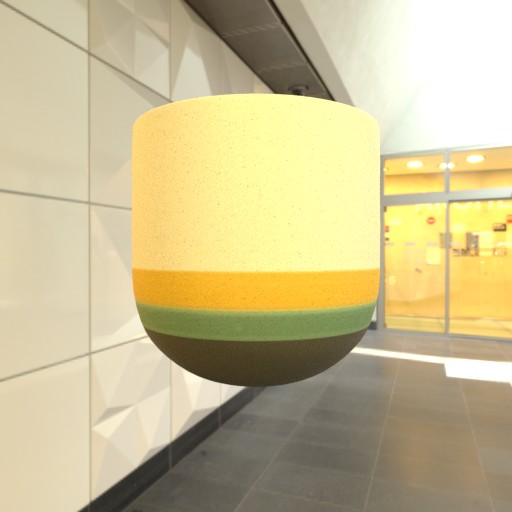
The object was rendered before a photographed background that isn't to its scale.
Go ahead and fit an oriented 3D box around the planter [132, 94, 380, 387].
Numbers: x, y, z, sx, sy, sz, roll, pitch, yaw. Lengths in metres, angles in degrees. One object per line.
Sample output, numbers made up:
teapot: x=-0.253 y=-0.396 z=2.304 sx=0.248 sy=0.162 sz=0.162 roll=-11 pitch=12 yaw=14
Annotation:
planter: x=0.000 y=0.000 z=0.498 sx=0.268 sy=0.270 sz=0.268 roll=0 pitch=0 yaw=0
